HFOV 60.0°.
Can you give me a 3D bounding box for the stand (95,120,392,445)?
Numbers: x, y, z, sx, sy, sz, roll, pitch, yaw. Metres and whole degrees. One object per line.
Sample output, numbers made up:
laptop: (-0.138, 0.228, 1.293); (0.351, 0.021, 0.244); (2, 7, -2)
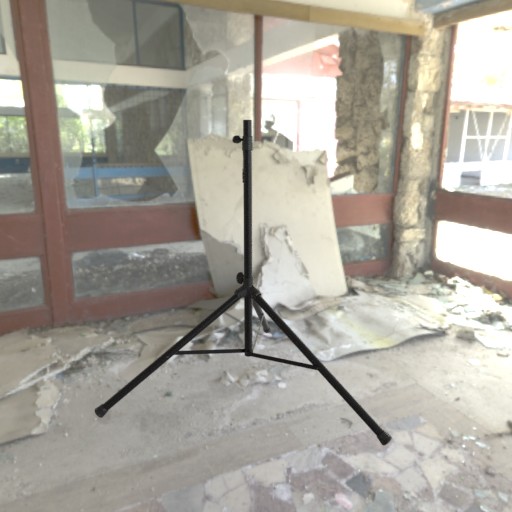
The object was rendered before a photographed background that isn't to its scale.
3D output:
stand: (0.000, 0.000, 2.752); (1.596, 1.595, 1.339); (2, 15, 9)
